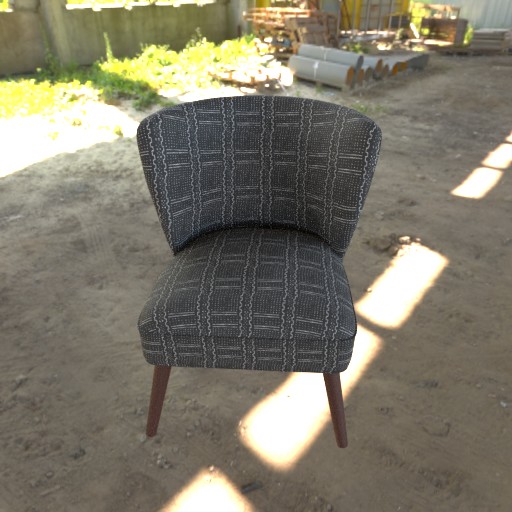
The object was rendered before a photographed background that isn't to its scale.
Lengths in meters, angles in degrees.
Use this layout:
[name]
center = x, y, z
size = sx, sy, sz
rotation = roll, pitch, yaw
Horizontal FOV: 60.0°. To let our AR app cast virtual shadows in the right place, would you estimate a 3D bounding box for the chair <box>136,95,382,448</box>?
[chair]
center = 0.000, 0.000, 1.432
size = 0.710, 0.866, 0.758
rotation = 2, 31, 3
